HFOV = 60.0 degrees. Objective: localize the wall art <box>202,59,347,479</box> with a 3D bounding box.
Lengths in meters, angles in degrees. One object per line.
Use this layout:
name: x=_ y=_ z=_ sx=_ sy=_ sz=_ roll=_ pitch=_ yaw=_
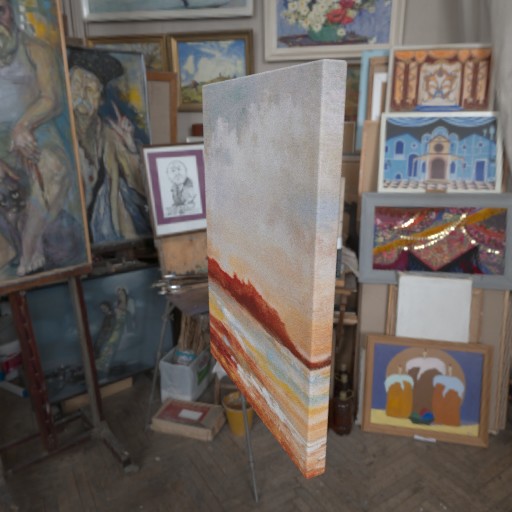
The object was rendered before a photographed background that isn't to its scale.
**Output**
wall art: x=0.000 y=0.000 z=0.801 sx=0.035 sy=0.605 sz=0.443 roll=-8 pitch=19 yaw=-24
